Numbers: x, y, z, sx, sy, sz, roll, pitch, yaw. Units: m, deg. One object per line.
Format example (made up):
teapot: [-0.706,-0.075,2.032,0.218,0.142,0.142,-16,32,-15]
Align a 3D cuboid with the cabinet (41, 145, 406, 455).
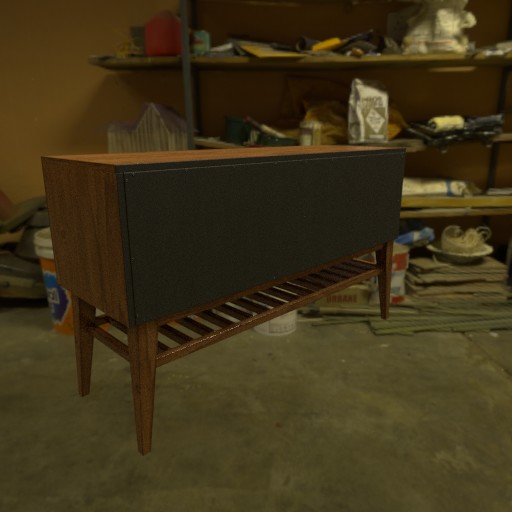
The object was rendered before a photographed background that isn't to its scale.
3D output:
cabinet: [0.000,0.000,1.742,1.363,0.802,0.477,-15,22,-42]
